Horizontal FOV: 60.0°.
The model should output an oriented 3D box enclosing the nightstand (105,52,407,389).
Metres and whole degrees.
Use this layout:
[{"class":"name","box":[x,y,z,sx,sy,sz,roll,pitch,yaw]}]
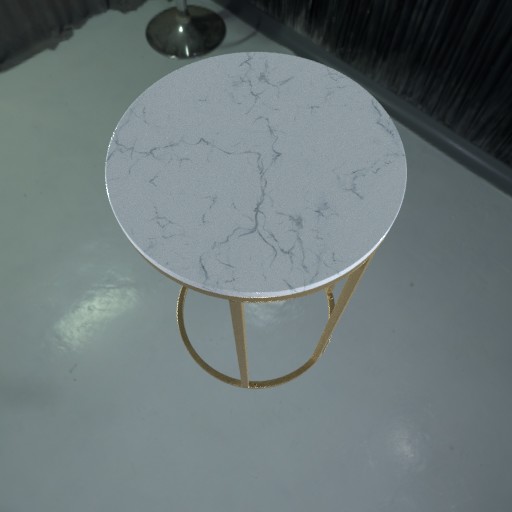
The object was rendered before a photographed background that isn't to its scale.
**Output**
[{"class":"nightstand","box":[0.000,0.000,0.867,0.400,0.610,0.400,39,70,17]}]
